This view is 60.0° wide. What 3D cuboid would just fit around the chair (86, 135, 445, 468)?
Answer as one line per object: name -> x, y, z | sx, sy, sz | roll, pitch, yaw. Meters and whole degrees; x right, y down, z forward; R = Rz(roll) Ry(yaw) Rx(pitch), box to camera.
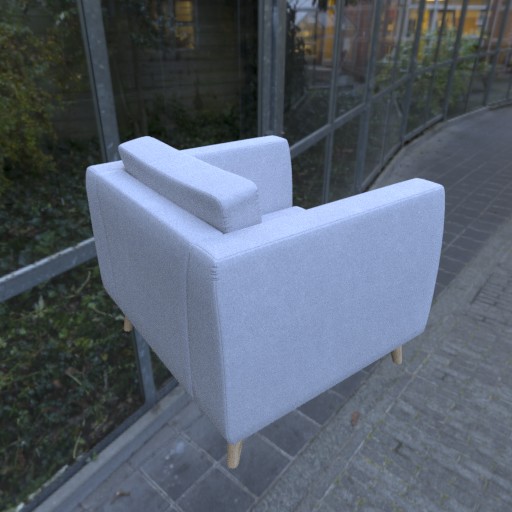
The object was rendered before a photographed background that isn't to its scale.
chair -> 0.000, 0.000, 1.707 | 0.930, 0.860, 1.000 | -19, 33, -31
